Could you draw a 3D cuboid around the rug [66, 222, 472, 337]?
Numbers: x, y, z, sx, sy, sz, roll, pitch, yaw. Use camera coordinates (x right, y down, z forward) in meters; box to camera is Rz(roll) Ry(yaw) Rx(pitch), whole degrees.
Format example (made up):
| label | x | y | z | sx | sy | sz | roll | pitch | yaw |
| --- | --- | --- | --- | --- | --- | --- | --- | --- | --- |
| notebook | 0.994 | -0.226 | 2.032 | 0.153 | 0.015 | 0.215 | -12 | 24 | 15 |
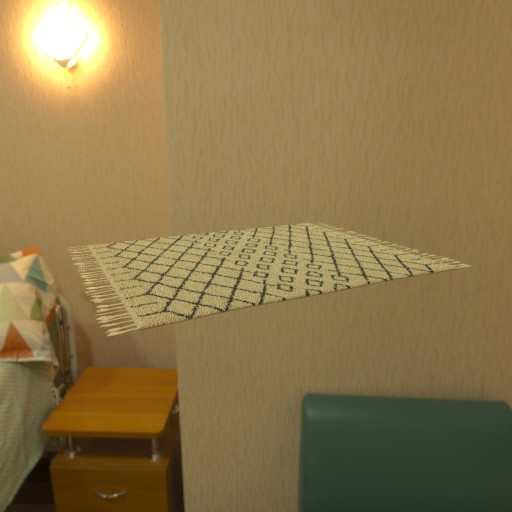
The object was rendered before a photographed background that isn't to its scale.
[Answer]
| label | x | y | z | sx | sy | sz | roll | pitch | yaw |
| --- | --- | --- | --- | --- | --- | --- | --- | --- | --- |
| rug | 0.000 | 0.000 | 4.293 | 3.213 | 0.030 | 2.388 | -8 | 17 | -26 |
